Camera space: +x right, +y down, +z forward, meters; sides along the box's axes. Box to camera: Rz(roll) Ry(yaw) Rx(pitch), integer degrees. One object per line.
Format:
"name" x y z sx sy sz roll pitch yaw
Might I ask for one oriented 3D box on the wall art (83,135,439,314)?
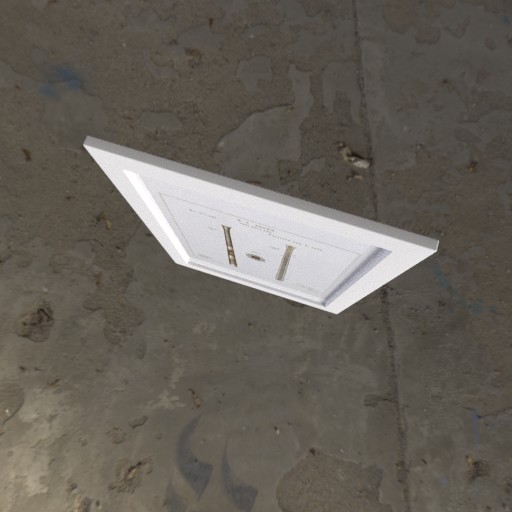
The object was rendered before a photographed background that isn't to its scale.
"wall art" 0.000 0.000 0.627 0.329 0.482 0.011 17 77 4
